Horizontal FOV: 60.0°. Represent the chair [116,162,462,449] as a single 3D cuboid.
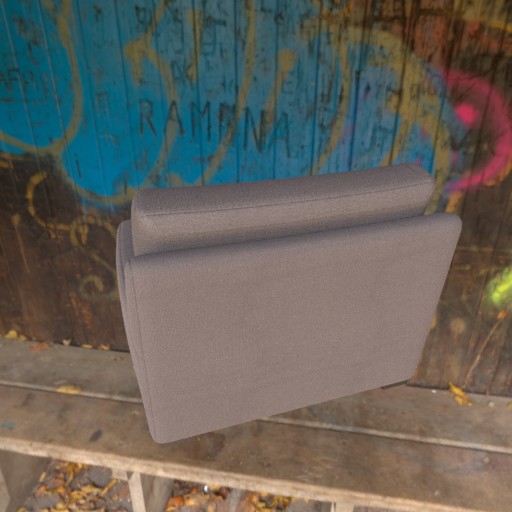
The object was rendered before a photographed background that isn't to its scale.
[{"bbox_3d":[0.000,0.000,1.936,1.168,0.940,1.143,-9,29,-16],"label":"chair"}]
